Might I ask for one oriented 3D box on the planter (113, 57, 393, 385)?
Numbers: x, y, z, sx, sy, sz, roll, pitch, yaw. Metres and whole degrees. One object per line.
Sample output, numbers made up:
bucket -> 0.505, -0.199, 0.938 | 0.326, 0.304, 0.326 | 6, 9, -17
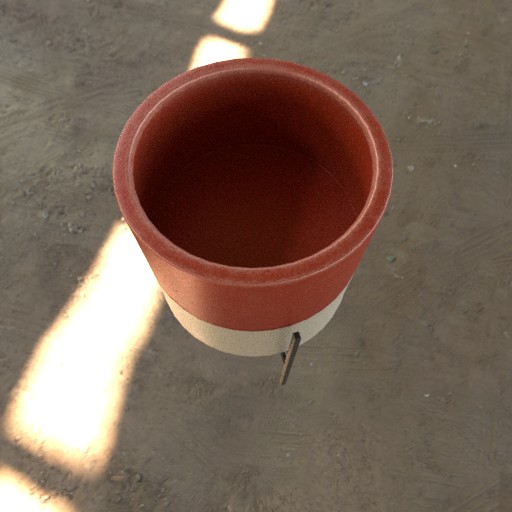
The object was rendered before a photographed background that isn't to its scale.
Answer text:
planter -> 0.000, 0.000, 0.524 | 0.235, 0.354, 0.251 | -16, 65, -7
